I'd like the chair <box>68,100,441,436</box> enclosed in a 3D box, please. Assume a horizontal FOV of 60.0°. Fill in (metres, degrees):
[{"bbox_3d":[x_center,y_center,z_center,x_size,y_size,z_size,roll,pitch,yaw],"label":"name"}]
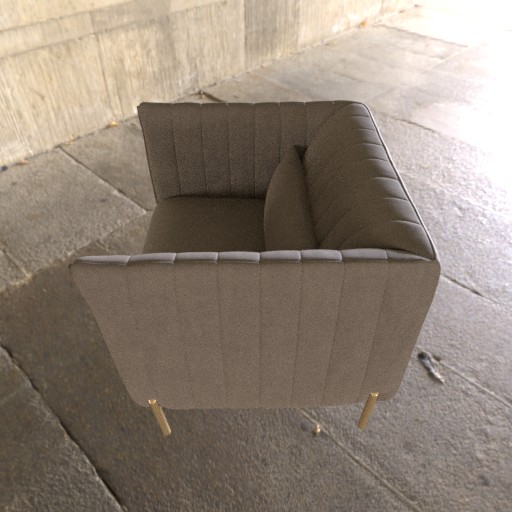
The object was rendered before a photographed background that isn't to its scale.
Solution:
[{"bbox_3d":[0.000,0.000,1.581,0.873,0.779,0.981,-1,42,-1],"label":"chair"}]
